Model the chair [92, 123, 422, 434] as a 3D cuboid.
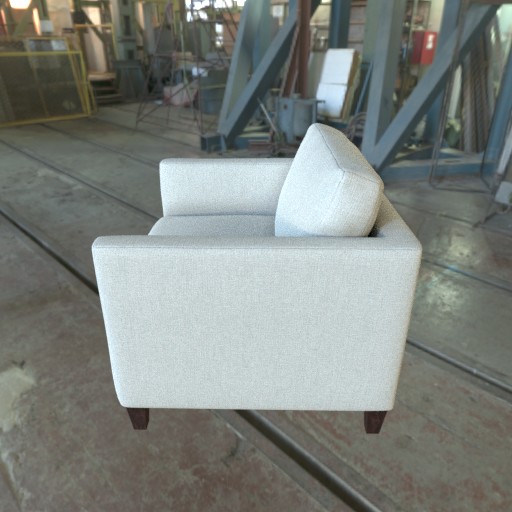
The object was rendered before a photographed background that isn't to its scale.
[{"bbox_3d":[0.000,0.000,1.752,0.959,0.919,0.996,0,27,1],"label":"chair"}]
